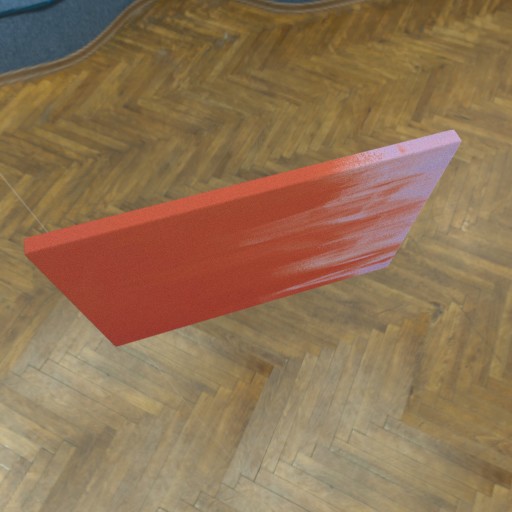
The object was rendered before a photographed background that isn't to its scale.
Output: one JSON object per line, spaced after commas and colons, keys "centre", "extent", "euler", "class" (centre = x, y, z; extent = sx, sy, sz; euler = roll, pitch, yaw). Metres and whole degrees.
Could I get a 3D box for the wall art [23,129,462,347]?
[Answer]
{"centre": [0.000, 0.000, 1.160], "extent": [0.913, 0.609, 0.040], "euler": [-16, 63, -8], "class": "wall art"}
